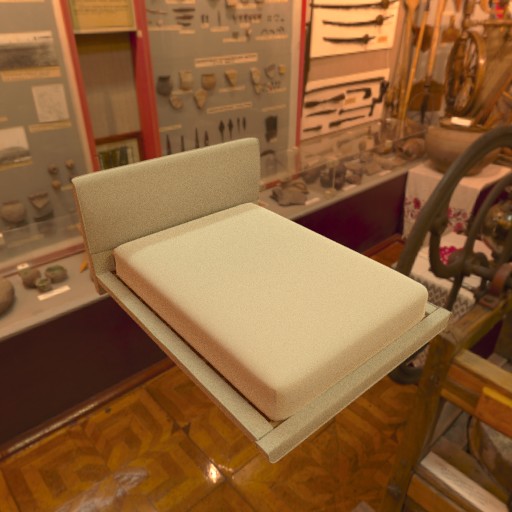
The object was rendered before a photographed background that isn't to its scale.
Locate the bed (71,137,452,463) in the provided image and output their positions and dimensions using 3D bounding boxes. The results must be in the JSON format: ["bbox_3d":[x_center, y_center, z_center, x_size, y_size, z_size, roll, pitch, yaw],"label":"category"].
[{"bbox_3d":[0.000,0.000,3.413,1.840,1.067,2.368,-23,38,-34],"label":"bed"}]
